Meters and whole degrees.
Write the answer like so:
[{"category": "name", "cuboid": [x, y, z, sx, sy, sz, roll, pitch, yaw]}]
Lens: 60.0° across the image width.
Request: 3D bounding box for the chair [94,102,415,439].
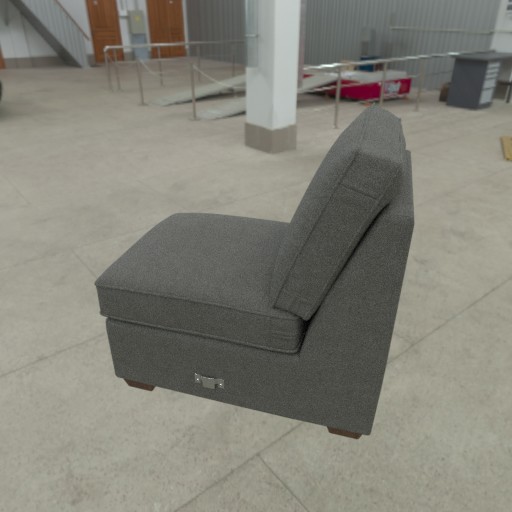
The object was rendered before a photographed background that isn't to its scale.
[{"category": "chair", "cuboid": [0.000, 0.000, 1.541, 0.938, 0.970, 0.621, 8, 30, 14]}]
